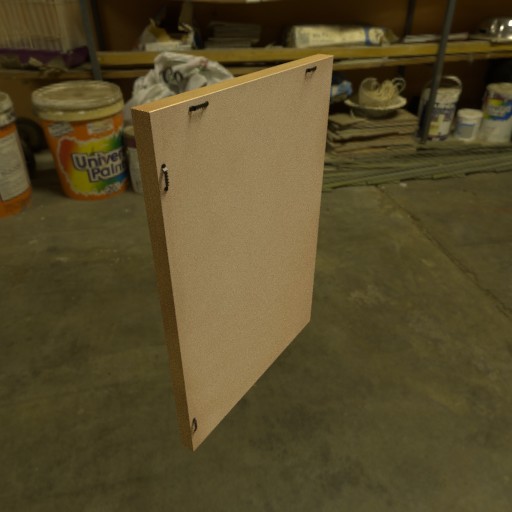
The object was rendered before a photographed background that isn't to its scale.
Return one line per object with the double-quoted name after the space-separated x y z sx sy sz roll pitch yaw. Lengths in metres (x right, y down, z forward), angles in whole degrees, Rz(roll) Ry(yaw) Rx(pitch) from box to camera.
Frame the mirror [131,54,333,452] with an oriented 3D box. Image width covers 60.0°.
0.000 0.000 0.926 0.039 0.710 0.507 21 39 29 "mirror"
